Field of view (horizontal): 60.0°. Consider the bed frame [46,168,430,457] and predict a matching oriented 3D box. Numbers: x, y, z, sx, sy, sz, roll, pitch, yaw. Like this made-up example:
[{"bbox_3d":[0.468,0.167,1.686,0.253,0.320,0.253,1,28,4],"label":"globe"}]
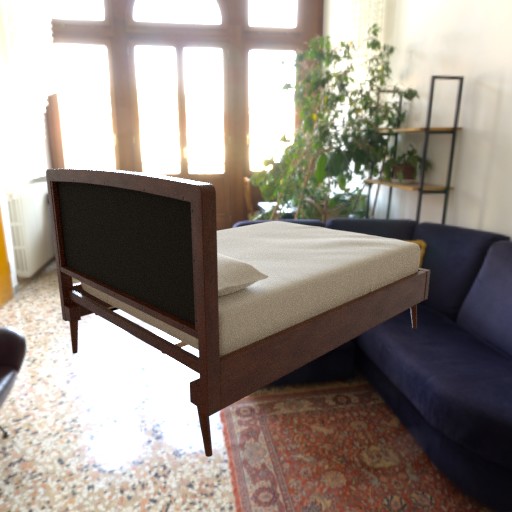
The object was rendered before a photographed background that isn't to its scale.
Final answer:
[{"bbox_3d":[0.000,0.000,3.143,2.171,1.279,1.587,-14,20,-43],"label":"bed frame"}]
